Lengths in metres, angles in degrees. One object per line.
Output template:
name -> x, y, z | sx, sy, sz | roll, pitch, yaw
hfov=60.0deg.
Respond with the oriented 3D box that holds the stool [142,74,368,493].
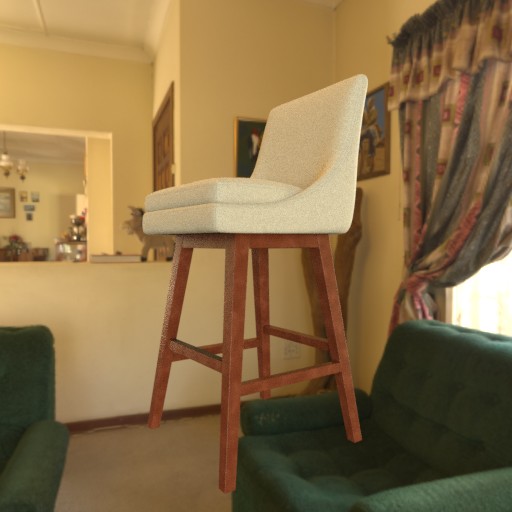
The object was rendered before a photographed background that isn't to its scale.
stool -> 0.000, 0.000, 1.360 | 0.559, 1.092, 0.470 | -1, 2, -36
